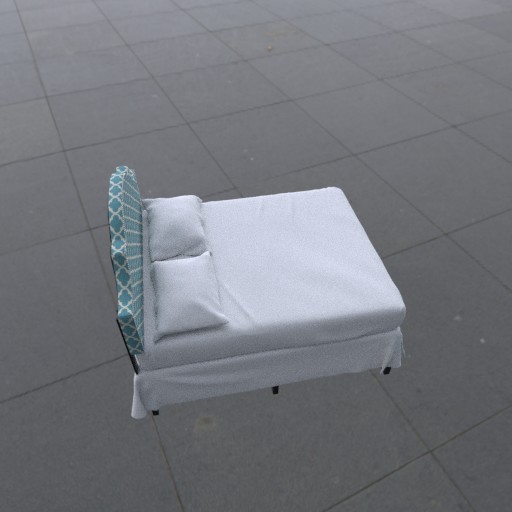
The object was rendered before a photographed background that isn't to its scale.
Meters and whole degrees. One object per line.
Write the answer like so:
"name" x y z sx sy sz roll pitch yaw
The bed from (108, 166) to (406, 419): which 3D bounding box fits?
"bed" 0.000 0.000 3.603 2.222 1.633 1.780 -8 45 -8
